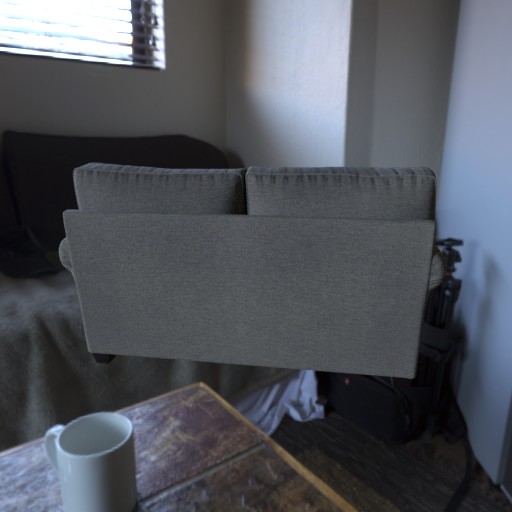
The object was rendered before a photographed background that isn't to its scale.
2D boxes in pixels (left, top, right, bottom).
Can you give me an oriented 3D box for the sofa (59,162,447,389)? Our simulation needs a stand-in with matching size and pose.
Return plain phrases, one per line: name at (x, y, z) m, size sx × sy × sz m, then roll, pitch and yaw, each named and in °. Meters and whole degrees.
sofa at (0.000, 0.000, 2.305) m, size 1.701 × 0.966 × 0.966 m, roll 2°, pitch 16°, yaw 9°
